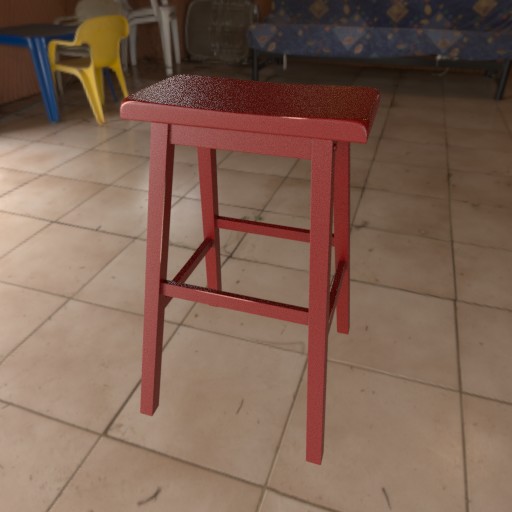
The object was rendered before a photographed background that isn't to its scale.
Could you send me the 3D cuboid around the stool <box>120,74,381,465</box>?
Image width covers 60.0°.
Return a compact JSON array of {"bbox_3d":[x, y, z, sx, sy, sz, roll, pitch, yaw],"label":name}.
[{"bbox_3d":[0.000,0.000,1.039,0.457,0.737,0.476,10,35,15],"label":"stool"}]
